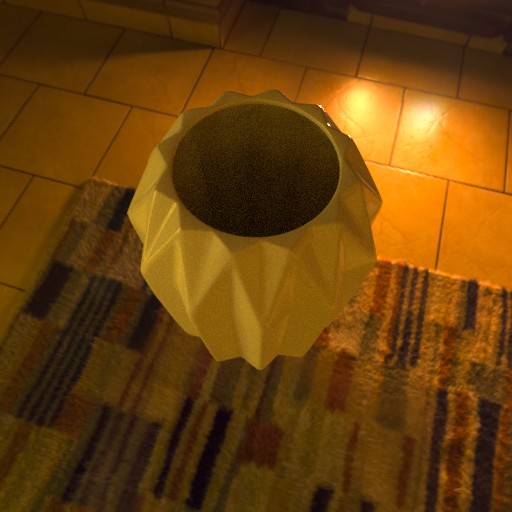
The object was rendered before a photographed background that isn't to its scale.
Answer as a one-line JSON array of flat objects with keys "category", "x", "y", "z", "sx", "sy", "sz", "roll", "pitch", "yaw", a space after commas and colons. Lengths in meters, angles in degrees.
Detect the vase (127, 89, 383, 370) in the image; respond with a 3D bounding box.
[{"category": "vase", "x": 0.000, "y": 0.000, "z": 0.410, "sx": 0.195, "sy": 0.275, "sz": 0.195, "roll": 0, "pitch": 64, "yaw": 0}]
